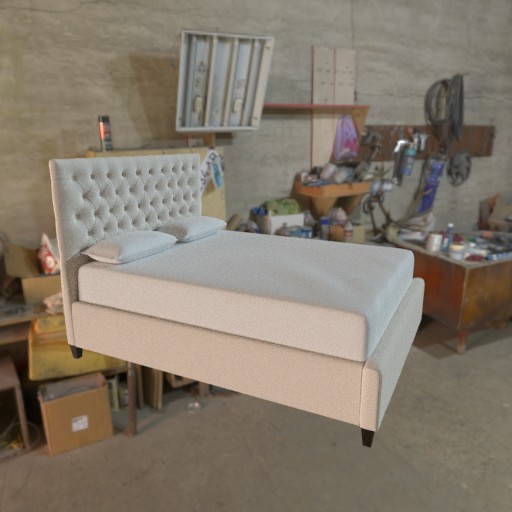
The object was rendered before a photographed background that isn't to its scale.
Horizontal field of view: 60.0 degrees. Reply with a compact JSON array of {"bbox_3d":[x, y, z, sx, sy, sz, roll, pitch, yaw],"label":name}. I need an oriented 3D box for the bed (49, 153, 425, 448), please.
[{"bbox_3d":[0.000,0.000,3.296,2.233,1.426,1.696,7,16,26],"label":"bed"}]
